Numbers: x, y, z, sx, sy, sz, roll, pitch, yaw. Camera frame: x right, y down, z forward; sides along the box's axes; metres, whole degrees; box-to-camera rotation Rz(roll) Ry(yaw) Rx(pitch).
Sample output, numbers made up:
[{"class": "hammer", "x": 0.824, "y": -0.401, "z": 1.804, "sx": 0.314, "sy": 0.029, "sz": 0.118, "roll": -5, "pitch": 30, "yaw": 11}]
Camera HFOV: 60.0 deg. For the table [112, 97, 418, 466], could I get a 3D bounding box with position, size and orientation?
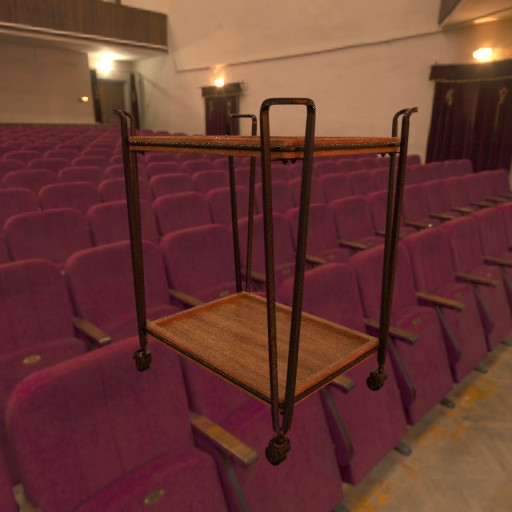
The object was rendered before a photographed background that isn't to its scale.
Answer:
[{"class": "table", "x": 0.000, "y": 0.000, "z": 1.244, "sx": 0.505, "sy": 0.785, "sz": 0.672, "roll": -15, "pitch": 22, "yaw": -43}]
